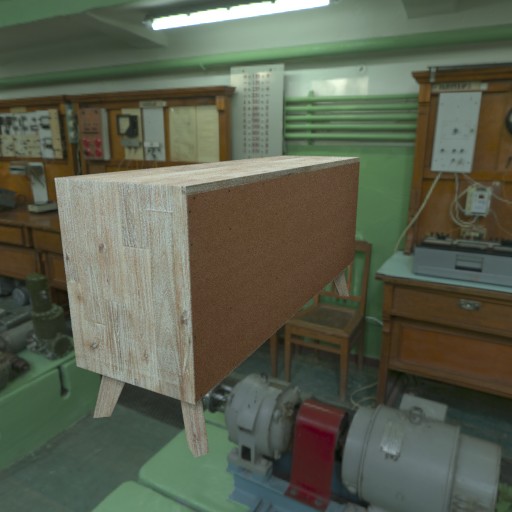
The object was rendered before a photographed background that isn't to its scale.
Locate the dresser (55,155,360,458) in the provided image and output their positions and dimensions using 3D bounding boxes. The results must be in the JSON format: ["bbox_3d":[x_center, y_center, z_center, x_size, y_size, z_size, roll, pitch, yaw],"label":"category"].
[{"bbox_3d":[0.000,0.000,1.941,0.455,0.788,1.602,8,17,26],"label":"dresser"}]
